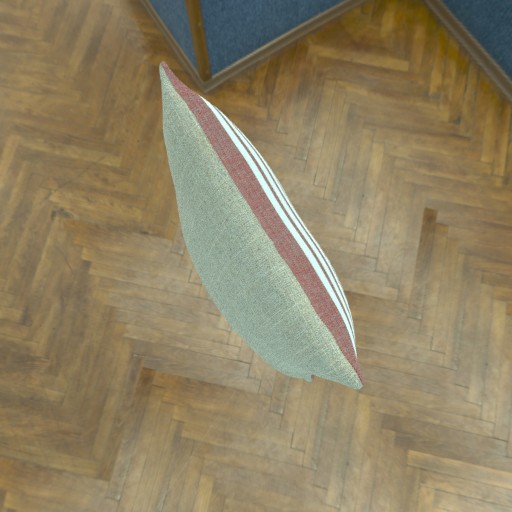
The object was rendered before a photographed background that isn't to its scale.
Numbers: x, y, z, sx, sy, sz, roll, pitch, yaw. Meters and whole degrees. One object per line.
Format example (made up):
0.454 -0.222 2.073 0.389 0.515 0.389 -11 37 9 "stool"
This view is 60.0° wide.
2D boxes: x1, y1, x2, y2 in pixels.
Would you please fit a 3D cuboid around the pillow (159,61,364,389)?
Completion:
0.000 0.000 0.678 0.182 0.427 0.439 -30 79 -7 "pillow"
